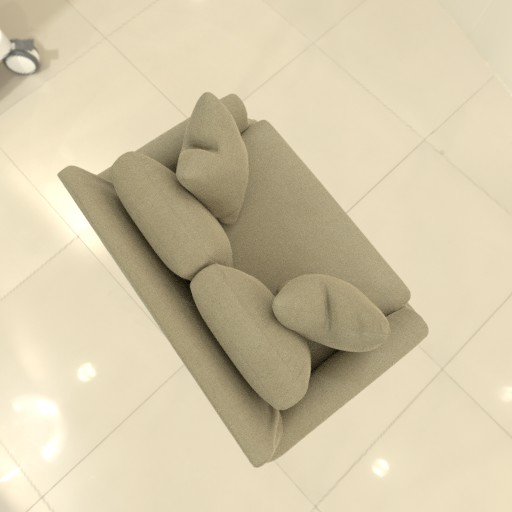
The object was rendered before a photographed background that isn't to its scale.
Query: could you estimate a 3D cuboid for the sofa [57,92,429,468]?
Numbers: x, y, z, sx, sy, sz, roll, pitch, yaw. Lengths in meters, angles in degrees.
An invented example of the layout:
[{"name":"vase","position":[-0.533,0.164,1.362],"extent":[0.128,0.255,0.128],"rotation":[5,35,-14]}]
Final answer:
[{"name":"sofa","position":[0.000,0.000,2.141],"extent":[1.070,0.905,1.550],"rotation":[-35,78,-9]}]
